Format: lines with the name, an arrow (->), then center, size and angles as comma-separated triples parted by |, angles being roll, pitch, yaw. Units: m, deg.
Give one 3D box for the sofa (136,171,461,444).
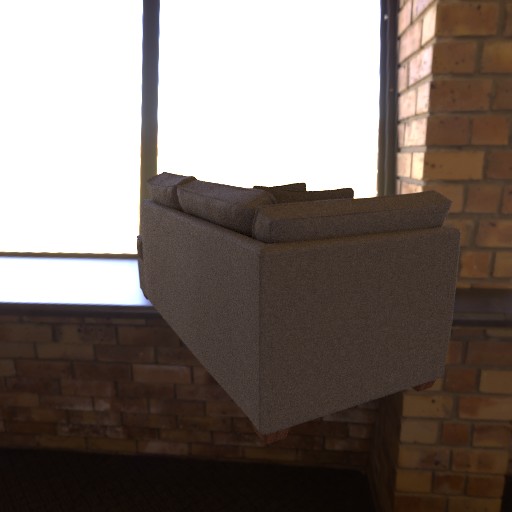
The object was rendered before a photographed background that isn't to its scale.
sofa -> 0.000, 0.000, 2.865 | 1.110, 1.033, 2.237 | -7, 15, -26
